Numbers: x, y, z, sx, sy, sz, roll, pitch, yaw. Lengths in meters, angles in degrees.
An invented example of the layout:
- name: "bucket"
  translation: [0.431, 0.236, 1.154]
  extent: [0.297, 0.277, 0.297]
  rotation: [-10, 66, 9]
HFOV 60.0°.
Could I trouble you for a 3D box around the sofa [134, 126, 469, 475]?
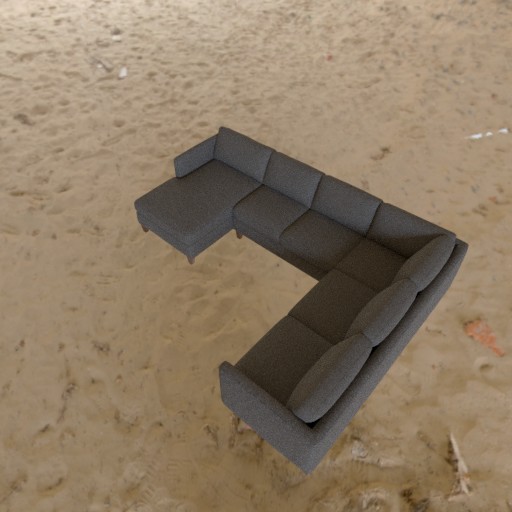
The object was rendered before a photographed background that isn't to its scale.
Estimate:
- name: "sofa"
  translation: [0.000, 0.000, 4.462]
  extent: [3.238, 0.853, 2.551]
  rotation: [32, 54, 27]
